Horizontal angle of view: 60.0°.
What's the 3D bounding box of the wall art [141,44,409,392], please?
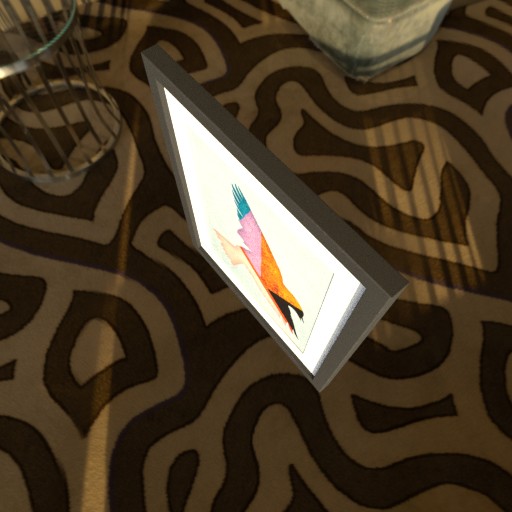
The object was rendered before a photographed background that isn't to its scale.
[{"bbox_3d":[0.000,0.000,0.771,0.028,0.558,0.457,-36,69,-16],"label":"wall art"}]
